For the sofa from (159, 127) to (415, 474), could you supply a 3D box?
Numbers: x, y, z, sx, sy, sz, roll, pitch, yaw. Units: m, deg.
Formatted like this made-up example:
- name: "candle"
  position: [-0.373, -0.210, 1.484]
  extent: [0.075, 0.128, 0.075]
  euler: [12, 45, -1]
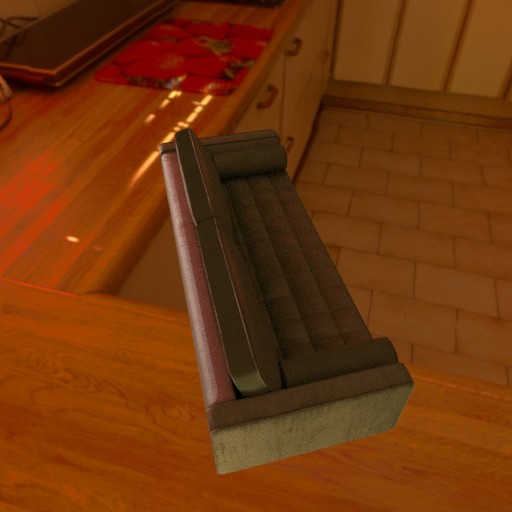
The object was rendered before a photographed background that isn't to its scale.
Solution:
- name: "sofa"
  position: [0.000, 0.000, 2.686]
  extent: [0.918, 0.769, 2.199]
  euler: [-10, 46, -10]
